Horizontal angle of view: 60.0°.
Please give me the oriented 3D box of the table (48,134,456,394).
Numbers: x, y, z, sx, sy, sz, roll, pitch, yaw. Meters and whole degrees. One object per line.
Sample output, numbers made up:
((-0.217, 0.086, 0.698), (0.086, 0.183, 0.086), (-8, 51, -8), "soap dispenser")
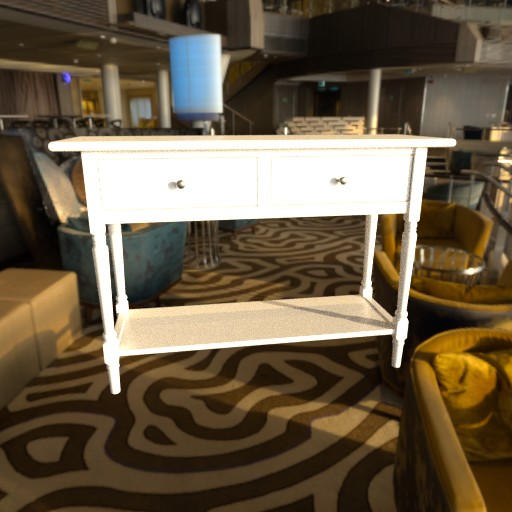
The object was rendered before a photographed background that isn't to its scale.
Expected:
((0.000, 0.000, 1.576), (1.191, 0.814, 0.386), (-3, 18, -9), "table")
